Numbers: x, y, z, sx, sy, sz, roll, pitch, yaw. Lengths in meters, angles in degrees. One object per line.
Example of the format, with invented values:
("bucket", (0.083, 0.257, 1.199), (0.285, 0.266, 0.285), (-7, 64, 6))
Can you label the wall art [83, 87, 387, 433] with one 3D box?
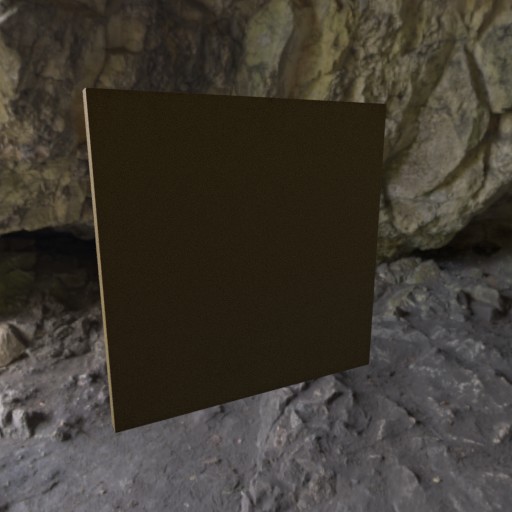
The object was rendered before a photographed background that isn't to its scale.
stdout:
("wall art", (0.000, 0.000, 0.749), (0.503, 0.506, 0.030), (-7, 15, -26))
